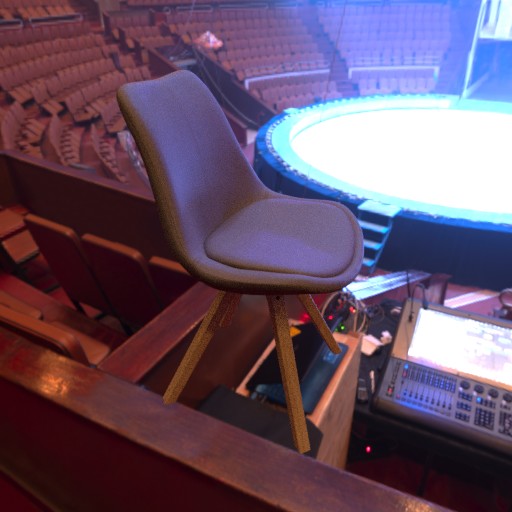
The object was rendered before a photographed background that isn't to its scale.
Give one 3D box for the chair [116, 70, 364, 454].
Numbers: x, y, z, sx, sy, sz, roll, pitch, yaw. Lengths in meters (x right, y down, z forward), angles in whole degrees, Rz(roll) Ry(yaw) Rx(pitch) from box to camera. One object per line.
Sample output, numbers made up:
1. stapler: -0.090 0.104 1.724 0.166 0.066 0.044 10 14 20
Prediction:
1. chair: 0.000 0.000 1.173 0.547 0.865 0.483 11 32 18
